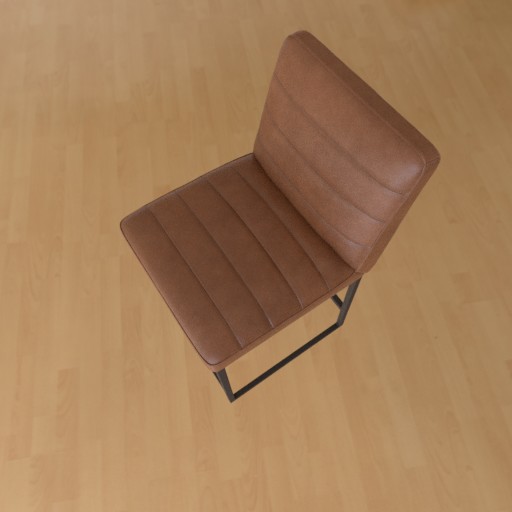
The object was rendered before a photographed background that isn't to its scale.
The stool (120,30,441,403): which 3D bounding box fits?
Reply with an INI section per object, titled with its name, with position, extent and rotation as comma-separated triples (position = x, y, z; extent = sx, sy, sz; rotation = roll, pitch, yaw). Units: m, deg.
[stool]
position = 0.000, 0.000, 1.221
extent = 0.556, 0.940, 0.458
rotation = -31, 68, -15
